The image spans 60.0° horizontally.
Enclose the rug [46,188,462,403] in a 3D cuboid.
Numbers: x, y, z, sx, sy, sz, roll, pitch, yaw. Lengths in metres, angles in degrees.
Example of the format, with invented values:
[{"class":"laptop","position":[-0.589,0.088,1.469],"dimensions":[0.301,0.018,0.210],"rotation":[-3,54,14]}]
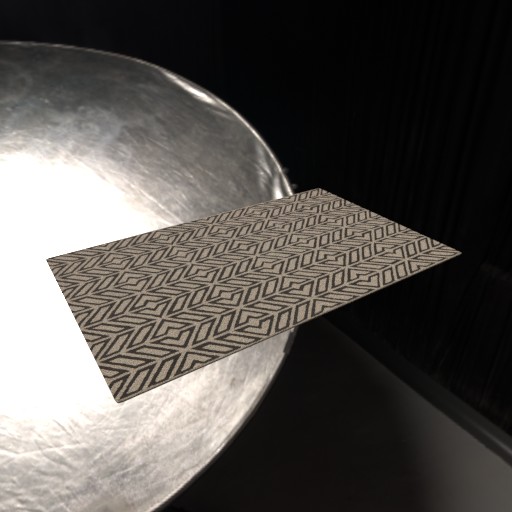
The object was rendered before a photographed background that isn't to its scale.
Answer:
[{"class":"rug","position":[0.000,0.000,3.047],"dimensions":[2.438,0.008,1.523],"rotation":[-18,34,-29]}]
